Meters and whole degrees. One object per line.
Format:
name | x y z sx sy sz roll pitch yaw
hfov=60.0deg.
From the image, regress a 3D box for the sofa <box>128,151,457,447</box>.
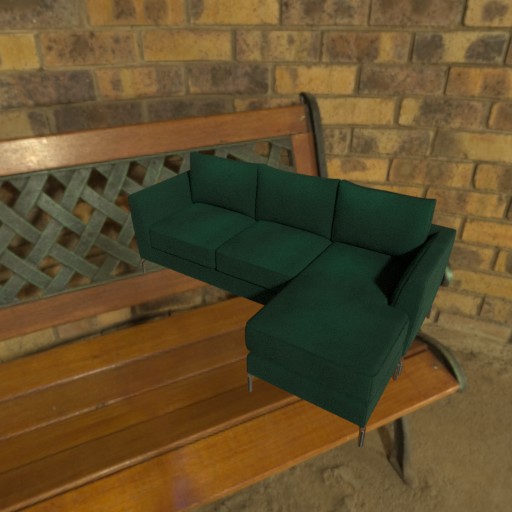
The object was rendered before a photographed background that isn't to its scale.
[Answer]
sofa | 0.000 0.000 3.286 2.441 1.007 1.489 18 34 28
